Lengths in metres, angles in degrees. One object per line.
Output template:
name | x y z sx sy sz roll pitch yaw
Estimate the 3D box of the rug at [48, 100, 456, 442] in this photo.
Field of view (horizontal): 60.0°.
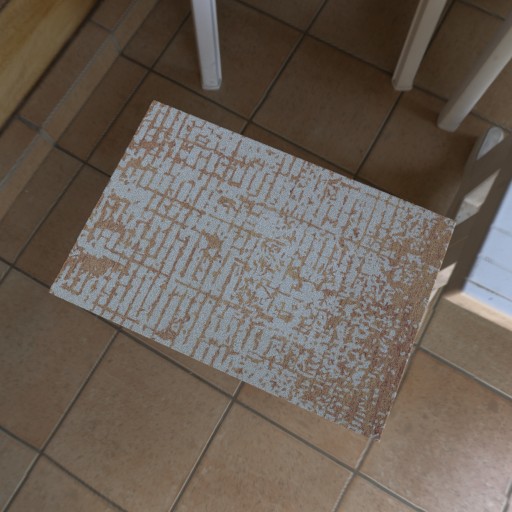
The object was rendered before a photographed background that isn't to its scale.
rug | 0.000 0.000 2.348 1.829 0.011 1.219 23 78 5
